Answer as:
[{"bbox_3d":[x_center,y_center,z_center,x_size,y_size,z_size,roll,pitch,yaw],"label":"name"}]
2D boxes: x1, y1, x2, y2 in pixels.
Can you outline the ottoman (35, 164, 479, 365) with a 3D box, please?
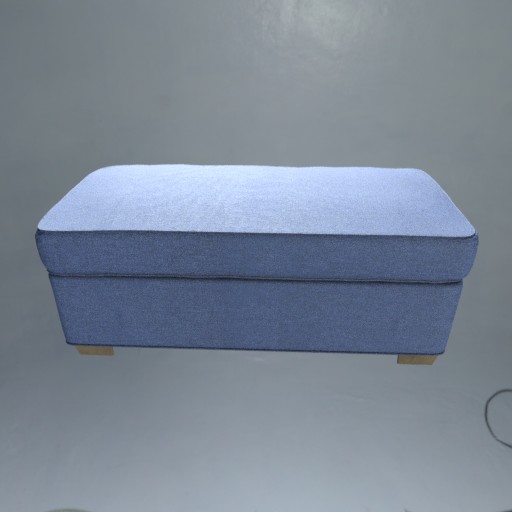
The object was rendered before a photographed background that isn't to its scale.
[{"bbox_3d":[0.000,0.000,1.377,1.110,0.460,0.515,1,30,2],"label":"ottoman"}]
